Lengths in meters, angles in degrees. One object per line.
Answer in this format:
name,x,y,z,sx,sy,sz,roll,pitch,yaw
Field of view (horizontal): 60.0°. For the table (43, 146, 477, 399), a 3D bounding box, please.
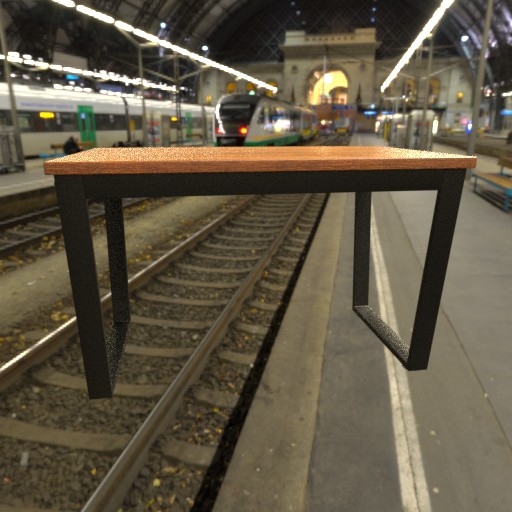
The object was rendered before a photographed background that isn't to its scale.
table,0.000,0.000,1.657,1.205,0.760,0.714,-3,17,-9
